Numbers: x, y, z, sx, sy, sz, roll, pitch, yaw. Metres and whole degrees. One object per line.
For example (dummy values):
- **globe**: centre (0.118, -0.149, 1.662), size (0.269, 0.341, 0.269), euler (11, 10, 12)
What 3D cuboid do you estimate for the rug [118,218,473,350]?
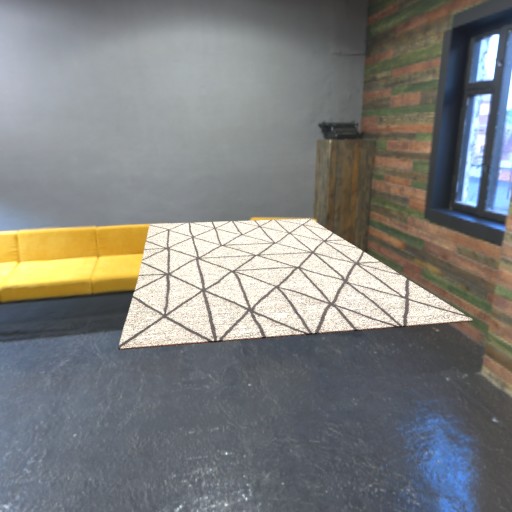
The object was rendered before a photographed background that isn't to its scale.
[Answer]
- **rug**: centre (0.000, 0.000, 3.009), size (1.526, 0.008, 2.465), euler (-3, 16, -10)
